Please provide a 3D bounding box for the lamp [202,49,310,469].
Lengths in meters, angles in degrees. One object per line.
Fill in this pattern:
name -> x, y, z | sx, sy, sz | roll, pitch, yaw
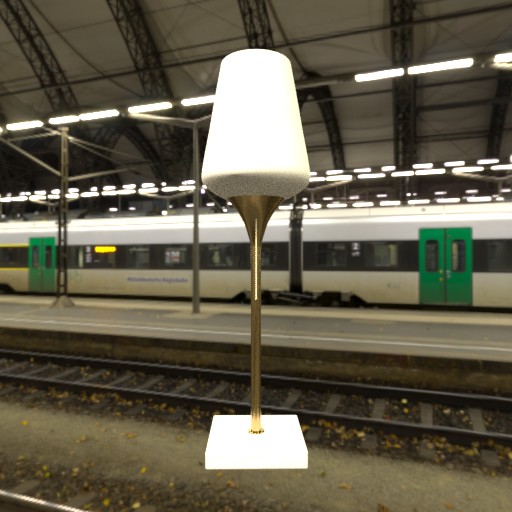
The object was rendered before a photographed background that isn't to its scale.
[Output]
lamp -> 0.000, 0.000, 0.740 | 0.181, 0.639, 0.181 | 0, 0, -1
